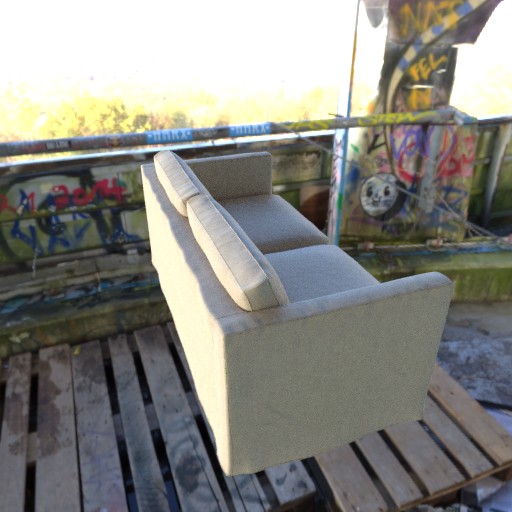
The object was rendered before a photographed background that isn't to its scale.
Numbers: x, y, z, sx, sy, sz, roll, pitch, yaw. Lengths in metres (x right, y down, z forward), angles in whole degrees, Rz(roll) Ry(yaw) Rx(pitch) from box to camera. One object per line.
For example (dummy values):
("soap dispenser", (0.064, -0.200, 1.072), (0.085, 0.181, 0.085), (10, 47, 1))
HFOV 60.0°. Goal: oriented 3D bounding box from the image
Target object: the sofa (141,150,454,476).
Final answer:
("sofa", (0.000, 0.000, 2.456), (0.962, 0.835, 1.959), (-10, 30, -18))
